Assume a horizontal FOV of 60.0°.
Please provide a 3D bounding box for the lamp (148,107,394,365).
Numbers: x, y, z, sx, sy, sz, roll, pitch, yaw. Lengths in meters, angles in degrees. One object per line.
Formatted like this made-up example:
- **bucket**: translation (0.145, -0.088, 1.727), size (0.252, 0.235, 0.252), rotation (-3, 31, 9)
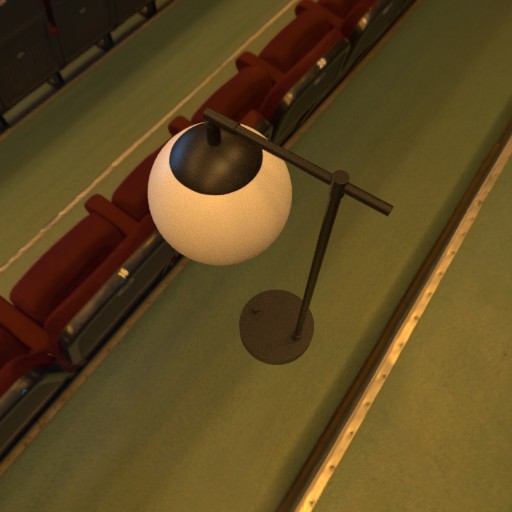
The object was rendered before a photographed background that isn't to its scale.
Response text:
- **lamp**: translation (0.000, 0.000, 0.707), size (0.316, 0.559, 0.197), rotation (32, 67, 15)
